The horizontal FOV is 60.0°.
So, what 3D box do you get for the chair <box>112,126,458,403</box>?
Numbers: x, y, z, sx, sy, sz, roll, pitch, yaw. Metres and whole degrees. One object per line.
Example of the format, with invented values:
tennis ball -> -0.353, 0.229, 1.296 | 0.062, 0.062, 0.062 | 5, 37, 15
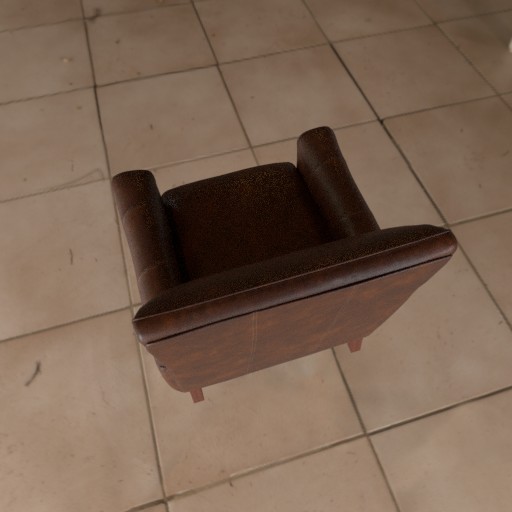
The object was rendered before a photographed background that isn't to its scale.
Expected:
chair -> 0.000, 0.000, 1.618 | 0.870, 0.943, 0.823 | -15, 60, -9
